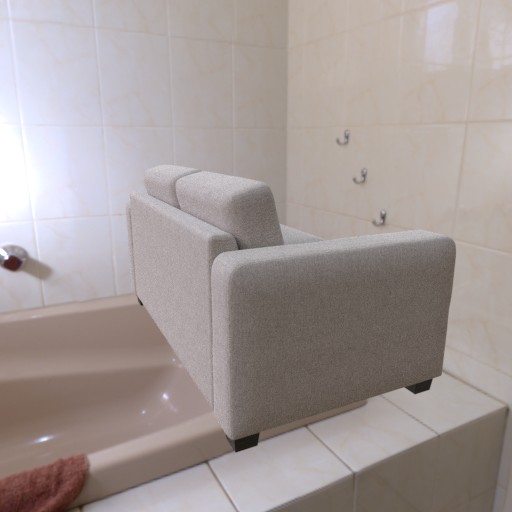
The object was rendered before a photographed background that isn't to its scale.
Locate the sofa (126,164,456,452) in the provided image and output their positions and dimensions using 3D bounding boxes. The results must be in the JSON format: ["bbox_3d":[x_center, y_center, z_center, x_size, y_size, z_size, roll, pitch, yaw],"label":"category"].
[{"bbox_3d":[0.000,0.000,2.049,0.900,0.800,1.540,-7,16,-25],"label":"sofa"}]
